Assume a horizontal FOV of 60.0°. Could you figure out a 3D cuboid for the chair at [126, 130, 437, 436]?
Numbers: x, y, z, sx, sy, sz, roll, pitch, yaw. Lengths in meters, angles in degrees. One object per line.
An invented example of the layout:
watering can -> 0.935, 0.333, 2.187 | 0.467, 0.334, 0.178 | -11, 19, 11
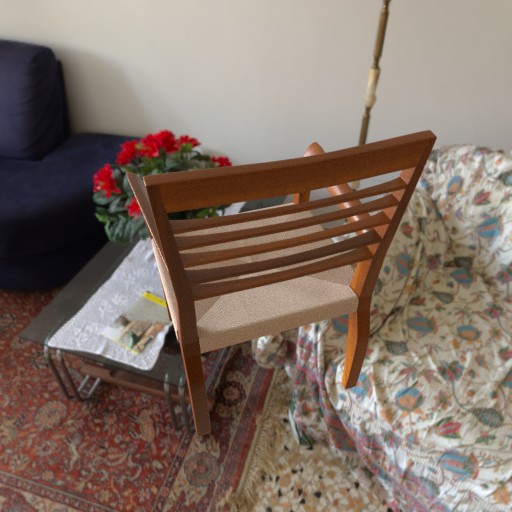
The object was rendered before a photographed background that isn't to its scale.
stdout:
chair -> 0.000, 0.000, 1.235 | 0.587, 0.855, 0.540 | -12, 41, -15
